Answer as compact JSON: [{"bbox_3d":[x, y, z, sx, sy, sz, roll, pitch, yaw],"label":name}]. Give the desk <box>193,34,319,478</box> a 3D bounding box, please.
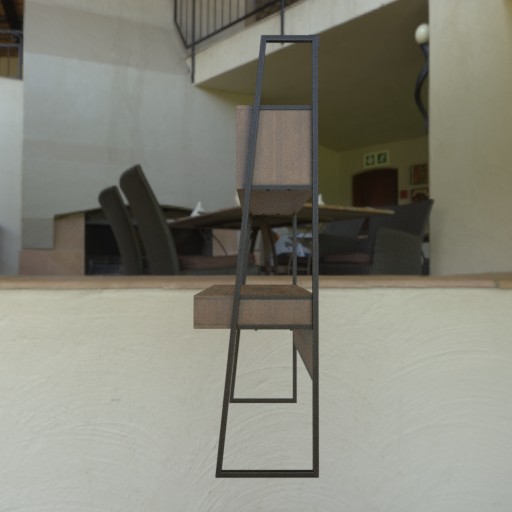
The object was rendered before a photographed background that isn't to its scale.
[{"bbox_3d":[0.000,0.000,2.294,0.515,1.809,0.982,0,-1,0],"label":"desk"}]
